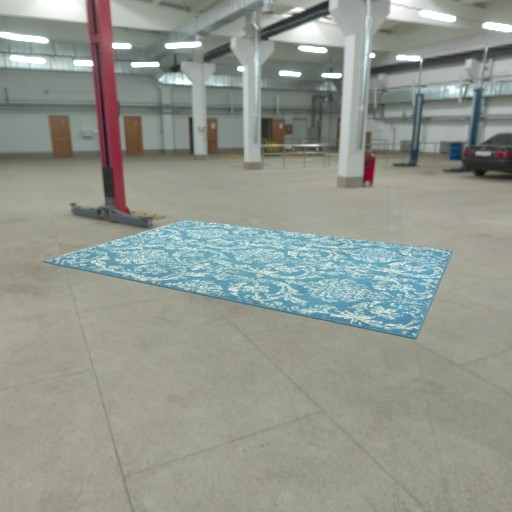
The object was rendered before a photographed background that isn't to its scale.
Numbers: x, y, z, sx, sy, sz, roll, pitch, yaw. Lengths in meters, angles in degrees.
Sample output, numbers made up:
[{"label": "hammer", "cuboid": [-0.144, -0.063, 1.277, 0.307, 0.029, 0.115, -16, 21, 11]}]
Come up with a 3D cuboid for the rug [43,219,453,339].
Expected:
[{"label": "rug", "cuboid": [0.000, 0.000, 3.543, 2.746, 0.018, 1.816, 8, 18, 27]}]
